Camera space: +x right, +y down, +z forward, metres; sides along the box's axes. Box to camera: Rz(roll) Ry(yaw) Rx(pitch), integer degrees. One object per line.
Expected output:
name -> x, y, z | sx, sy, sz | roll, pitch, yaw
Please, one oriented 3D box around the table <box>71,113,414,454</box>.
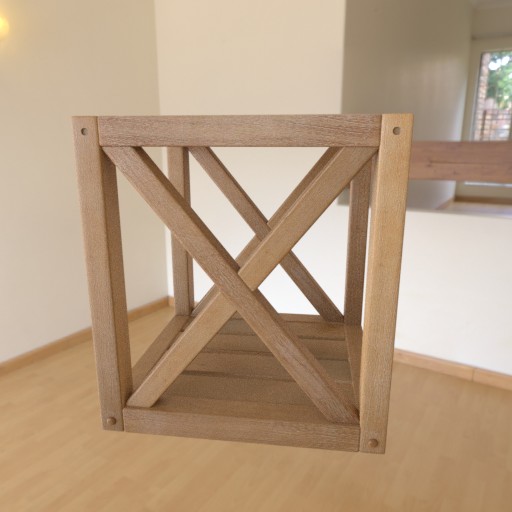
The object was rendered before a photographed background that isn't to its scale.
table -> 0.000, 0.000, 1.047 | 0.559, 0.610, 0.558 | 2, 15, 7
